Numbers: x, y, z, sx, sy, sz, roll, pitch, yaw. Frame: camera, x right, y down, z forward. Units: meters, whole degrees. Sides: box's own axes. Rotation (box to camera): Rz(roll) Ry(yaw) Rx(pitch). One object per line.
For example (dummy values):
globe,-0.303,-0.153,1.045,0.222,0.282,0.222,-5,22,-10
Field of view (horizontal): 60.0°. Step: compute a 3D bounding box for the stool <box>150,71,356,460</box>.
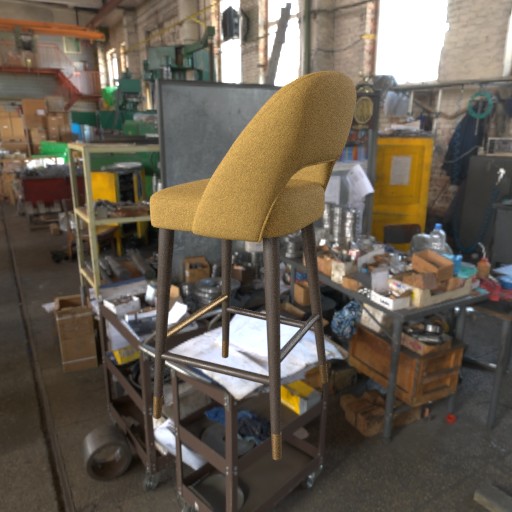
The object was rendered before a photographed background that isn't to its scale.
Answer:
stool,0.000,0.000,1.372,0.522,1.032,0.536,8,18,25
